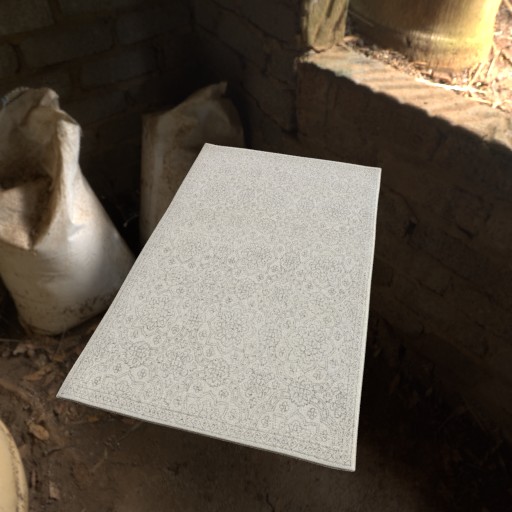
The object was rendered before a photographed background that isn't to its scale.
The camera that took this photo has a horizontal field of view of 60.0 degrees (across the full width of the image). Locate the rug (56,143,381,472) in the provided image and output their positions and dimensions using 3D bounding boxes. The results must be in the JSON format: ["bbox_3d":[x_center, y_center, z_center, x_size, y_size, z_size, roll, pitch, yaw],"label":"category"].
[{"bbox_3d":[0.000,0.000,2.357,1.214,0.023,1.947,10,47,9],"label":"rug"}]
